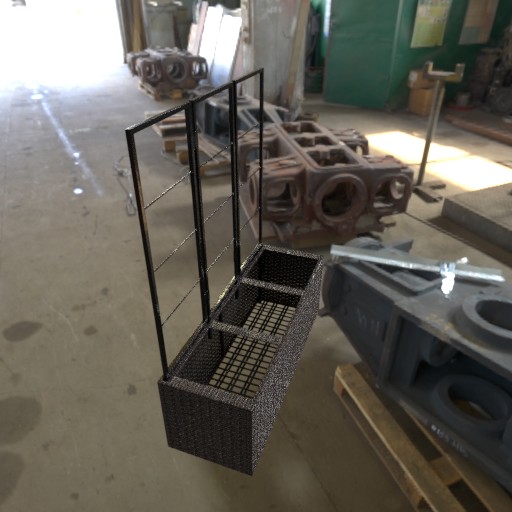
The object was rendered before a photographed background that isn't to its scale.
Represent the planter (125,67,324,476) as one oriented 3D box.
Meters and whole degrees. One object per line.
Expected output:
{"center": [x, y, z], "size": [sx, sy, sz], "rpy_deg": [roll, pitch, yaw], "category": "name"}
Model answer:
{"center": [0.000, 0.000, 1.197], "size": [0.244, 0.841, 0.699], "rpy_deg": [11, 33, 17], "category": "planter"}
